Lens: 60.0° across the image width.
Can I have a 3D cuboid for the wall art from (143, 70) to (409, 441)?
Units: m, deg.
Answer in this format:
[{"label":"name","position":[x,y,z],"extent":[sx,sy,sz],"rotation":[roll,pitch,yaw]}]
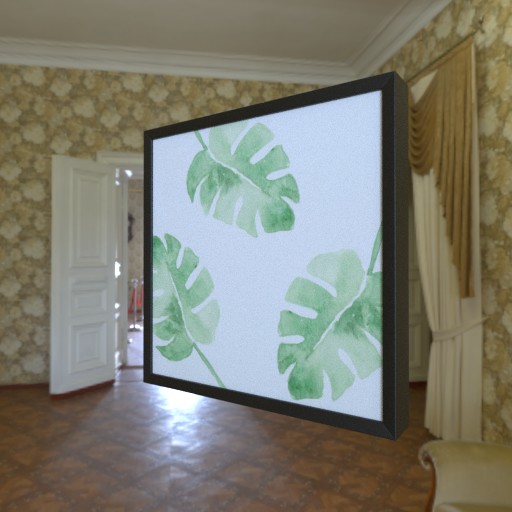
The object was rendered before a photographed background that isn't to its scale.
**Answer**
[{"label":"wall art","position":[0.000,0.000,0.465],"extent":[0.304,0.304,0.038],"rotation":[0,0,34]}]
